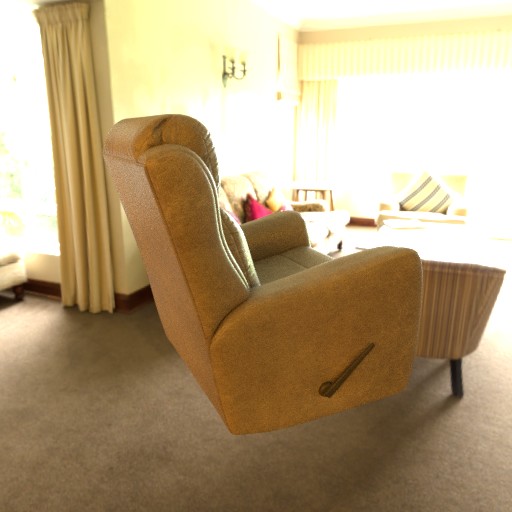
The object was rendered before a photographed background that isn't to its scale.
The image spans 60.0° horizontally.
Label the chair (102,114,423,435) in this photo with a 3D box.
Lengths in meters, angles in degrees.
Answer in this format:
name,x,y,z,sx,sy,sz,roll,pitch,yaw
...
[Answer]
name,x,y,z,sx,sy,sz,roll,pitch,yaw
chair,0.000,0.000,1.870,1.068,1.116,0.967,-8,17,-25
